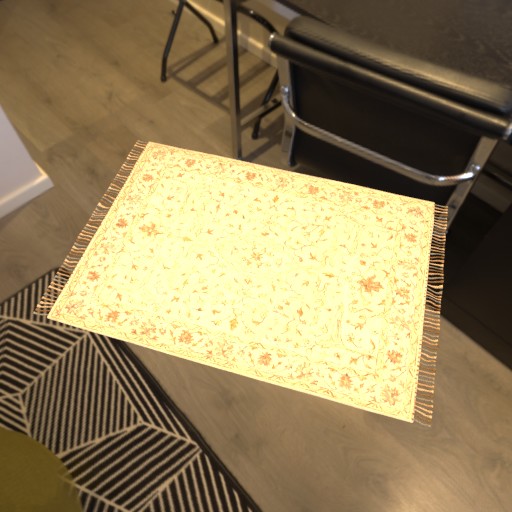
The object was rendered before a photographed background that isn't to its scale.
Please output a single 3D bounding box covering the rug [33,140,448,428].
[{"bbox_3d":[0.000,0.000,2.270,1.861,0.017,1.218,14,59,8],"label":"rug"}]
